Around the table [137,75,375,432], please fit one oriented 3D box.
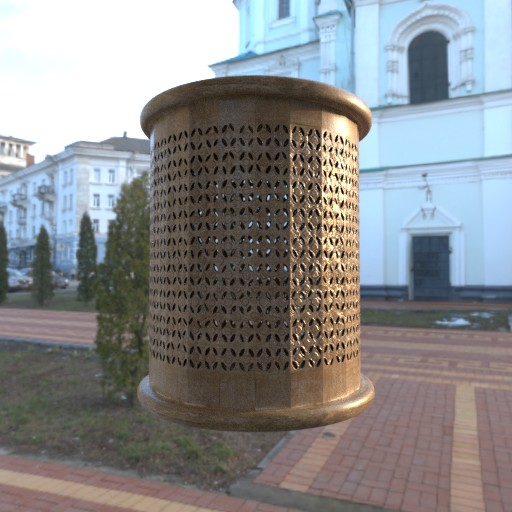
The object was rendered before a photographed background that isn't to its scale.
[{"bbox_3d":[0.000,0.000,0.793,0.407,0.482,0.407,0,-2,0],"label":"table"}]
